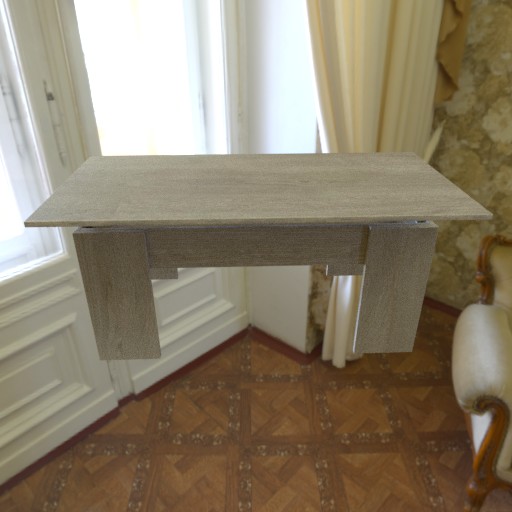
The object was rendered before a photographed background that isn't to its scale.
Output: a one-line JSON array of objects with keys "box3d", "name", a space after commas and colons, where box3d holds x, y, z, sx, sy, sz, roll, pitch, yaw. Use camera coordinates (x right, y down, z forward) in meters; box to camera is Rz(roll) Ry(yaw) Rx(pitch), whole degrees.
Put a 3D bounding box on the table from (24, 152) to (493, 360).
[{"box3d": [0.000, 0.000, 1.389, 1.000, 0.570, 0.711, -1, 29, -2], "name": "table"}]
